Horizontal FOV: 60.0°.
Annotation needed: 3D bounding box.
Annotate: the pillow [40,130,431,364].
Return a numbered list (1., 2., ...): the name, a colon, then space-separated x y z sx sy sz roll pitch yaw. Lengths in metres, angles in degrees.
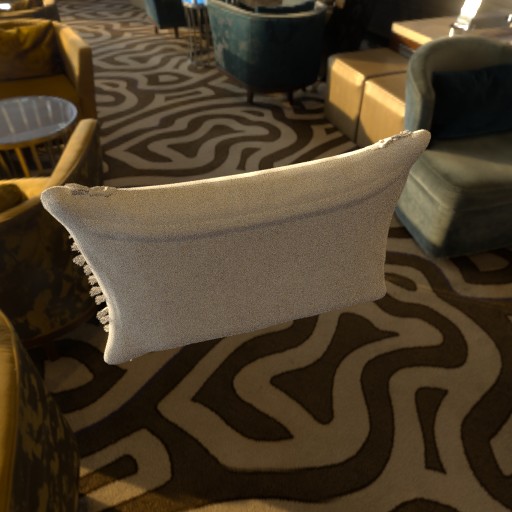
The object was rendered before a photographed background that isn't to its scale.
1. pillow: 0.000 0.000 0.603 0.466 0.305 0.084 -12 43 -13
